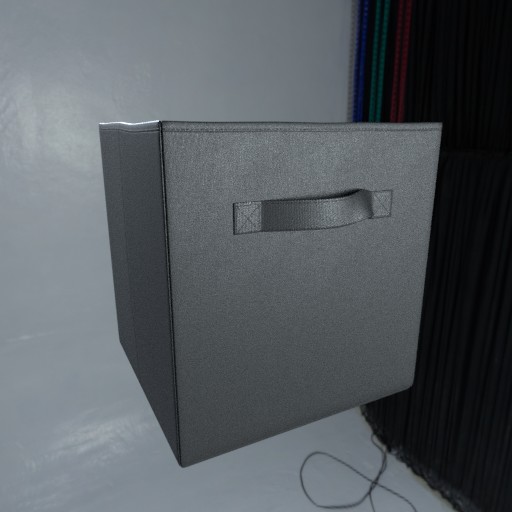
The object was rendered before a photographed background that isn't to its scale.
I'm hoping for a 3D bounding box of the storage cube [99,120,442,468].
[{"bbox_3d":[0.000,0.000,0.486,0.270,0.280,0.270,-8,18,-26],"label":"storage cube"}]
